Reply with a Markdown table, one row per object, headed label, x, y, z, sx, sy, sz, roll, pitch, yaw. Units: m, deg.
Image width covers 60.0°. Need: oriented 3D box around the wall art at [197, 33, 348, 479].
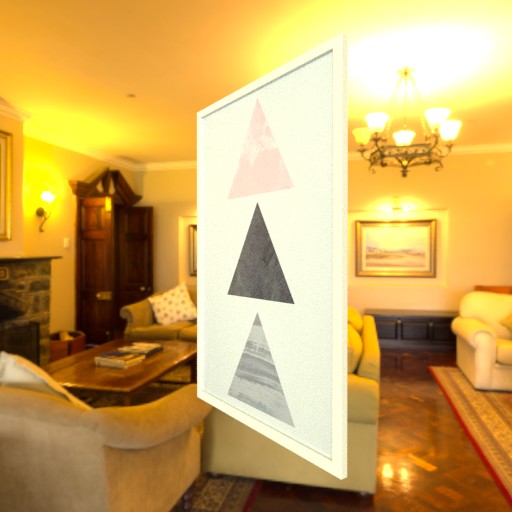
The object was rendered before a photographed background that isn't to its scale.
| label | x | y | z | sx | sy | sz | roll | pitch | yaw |
| --- | --- | --- | --- | --- | --- | --- | --- | --- | --- |
| wall art | 0.000 | 0.000 | 0.840 | 0.013 | 0.656 | 0.456 | 0 | 1 | -35 |
